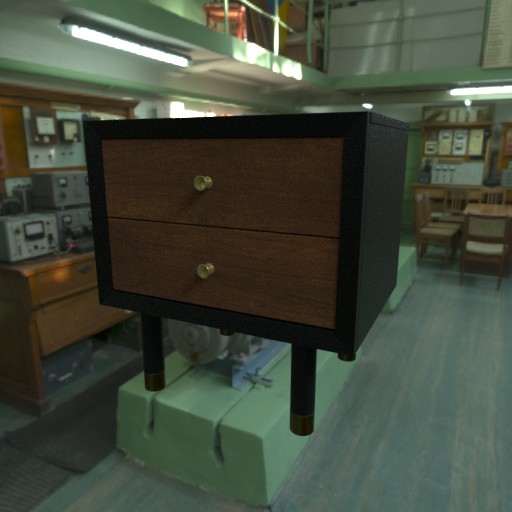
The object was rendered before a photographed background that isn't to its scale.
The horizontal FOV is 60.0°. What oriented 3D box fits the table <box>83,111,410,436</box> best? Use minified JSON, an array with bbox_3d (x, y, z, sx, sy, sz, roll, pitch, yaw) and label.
[{"bbox_3d":[0.000,0.000,1.006,0.564,0.584,0.441,7,16,25],"label":"table"}]
